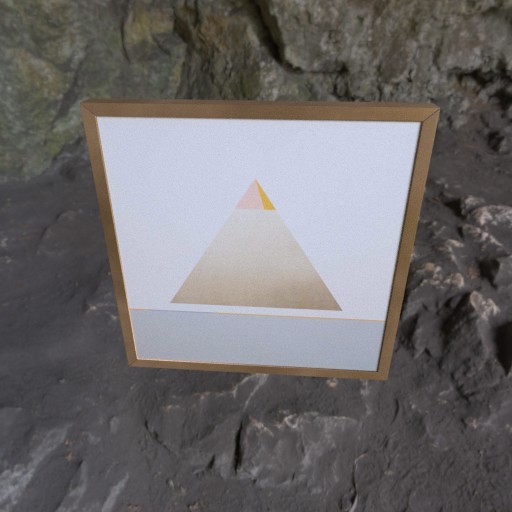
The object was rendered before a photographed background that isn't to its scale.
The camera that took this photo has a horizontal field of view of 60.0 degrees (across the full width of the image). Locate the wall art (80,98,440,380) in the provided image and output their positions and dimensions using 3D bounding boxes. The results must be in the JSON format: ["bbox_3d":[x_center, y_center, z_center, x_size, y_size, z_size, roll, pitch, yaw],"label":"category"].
[{"bbox_3d":[0.000,0.000,0.770,0.513,0.511,0.038,2,29,4],"label":"wall art"}]
